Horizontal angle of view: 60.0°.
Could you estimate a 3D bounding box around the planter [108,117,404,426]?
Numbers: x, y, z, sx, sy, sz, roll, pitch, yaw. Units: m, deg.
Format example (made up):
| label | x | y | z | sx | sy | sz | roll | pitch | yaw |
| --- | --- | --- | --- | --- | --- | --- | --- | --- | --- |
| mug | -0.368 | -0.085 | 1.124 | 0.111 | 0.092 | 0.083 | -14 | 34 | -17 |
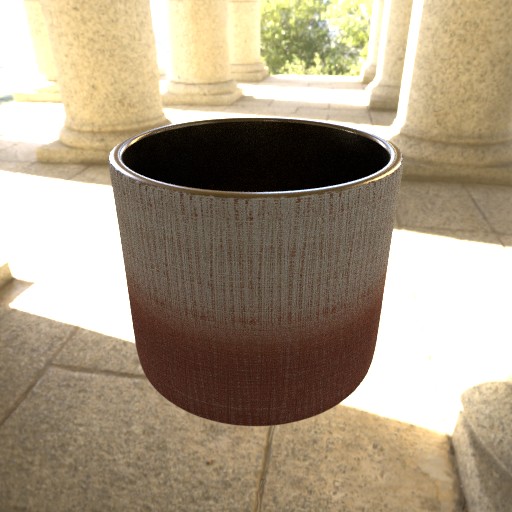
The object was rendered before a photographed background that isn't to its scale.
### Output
| label | x | y | z | sx | sy | sz | roll | pitch | yaw |
| --- | --- | --- | --- | --- | --- | --- | --- | --- | --- |
| planter | 0.000 | 0.000 | 0.440 | 0.254 | 0.221 | 0.254 | 0 | 29 | 0 |
